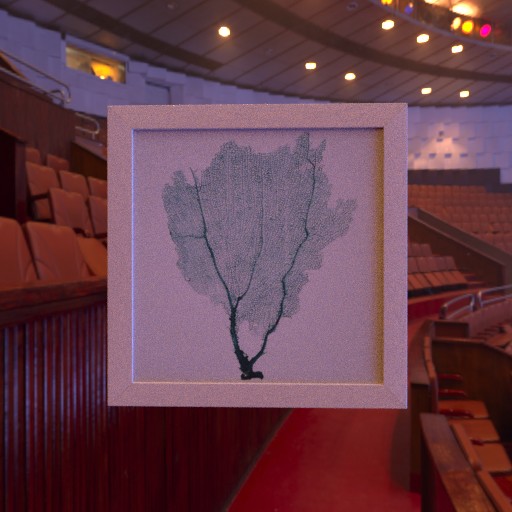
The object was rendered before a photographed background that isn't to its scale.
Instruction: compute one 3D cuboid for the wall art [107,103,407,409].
[{"bbox_3d":[0.000,0.000,0.852,0.572,0.577,0.015,0,0,2],"label":"wall art"}]
